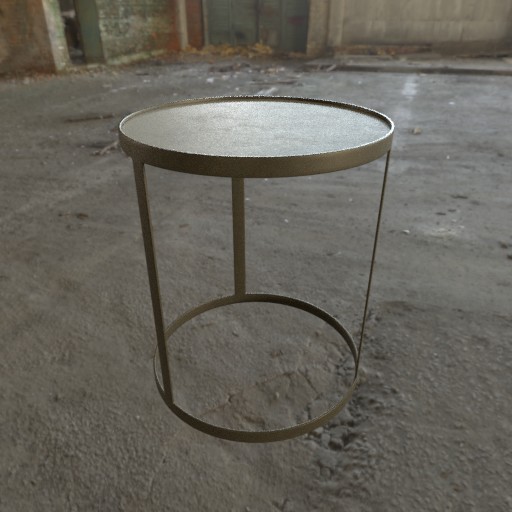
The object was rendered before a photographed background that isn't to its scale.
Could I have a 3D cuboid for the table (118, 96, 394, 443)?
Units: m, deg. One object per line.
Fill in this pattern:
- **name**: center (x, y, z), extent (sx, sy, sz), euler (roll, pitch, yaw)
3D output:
- **table**: center (0.000, 0.000, 0.933), extent (0.480, 0.565, 0.480), euler (0, 29, 0)
